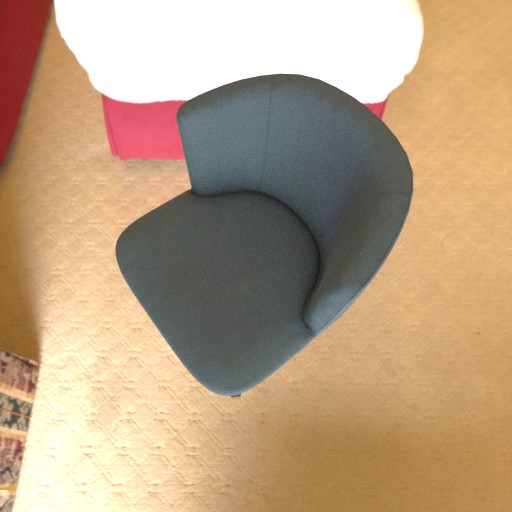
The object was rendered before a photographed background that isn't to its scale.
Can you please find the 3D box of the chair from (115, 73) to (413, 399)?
[{"bbox_3d":[0.000,0.000,1.318,0.702,0.760,0.661,-35,68,-16],"label":"chair"}]
